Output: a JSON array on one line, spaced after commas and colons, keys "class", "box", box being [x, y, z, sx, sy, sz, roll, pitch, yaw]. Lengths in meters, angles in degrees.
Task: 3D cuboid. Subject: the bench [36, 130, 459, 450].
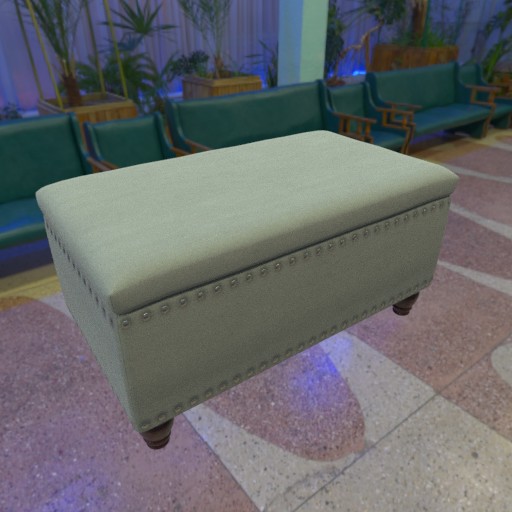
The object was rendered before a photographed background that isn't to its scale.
[{"class": "bench", "box": [0.000, 0.000, 1.147, 0.887, 0.449, 0.500, -19, 35, -30]}]
